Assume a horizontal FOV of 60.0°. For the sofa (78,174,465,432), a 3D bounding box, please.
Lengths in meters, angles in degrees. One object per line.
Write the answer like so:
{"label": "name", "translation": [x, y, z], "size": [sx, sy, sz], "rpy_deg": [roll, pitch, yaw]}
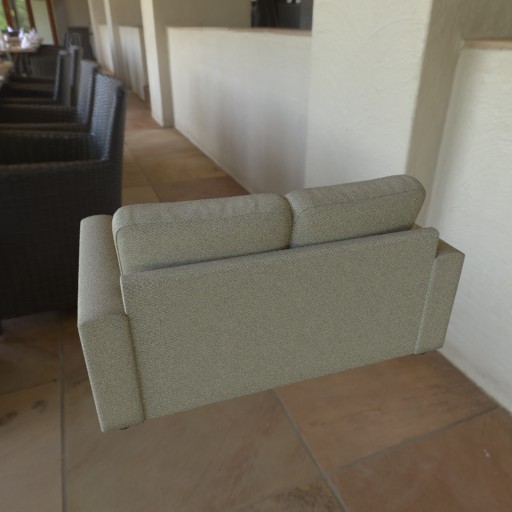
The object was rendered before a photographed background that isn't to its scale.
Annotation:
{"label": "sofa", "translation": [0.000, 0.000, 2.194], "size": [1.616, 0.873, 1.016], "rpy_deg": [-9, 29, -17]}
